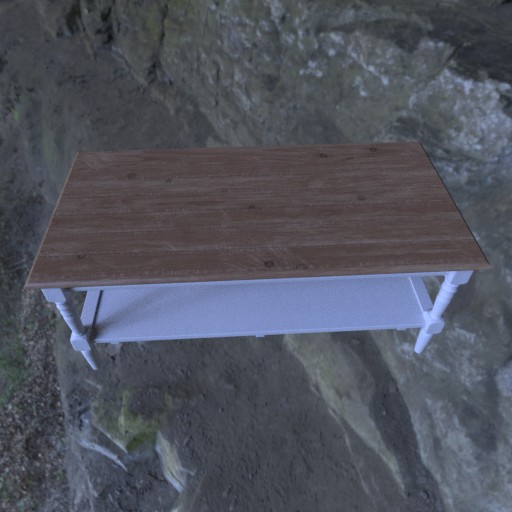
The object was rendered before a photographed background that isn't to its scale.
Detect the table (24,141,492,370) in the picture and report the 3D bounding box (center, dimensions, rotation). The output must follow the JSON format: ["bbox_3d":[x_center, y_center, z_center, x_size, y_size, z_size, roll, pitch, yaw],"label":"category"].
[{"bbox_3d":[0.000,0.000,1.404,1.118,0.458,0.559,-2,46,-2],"label":"table"}]
